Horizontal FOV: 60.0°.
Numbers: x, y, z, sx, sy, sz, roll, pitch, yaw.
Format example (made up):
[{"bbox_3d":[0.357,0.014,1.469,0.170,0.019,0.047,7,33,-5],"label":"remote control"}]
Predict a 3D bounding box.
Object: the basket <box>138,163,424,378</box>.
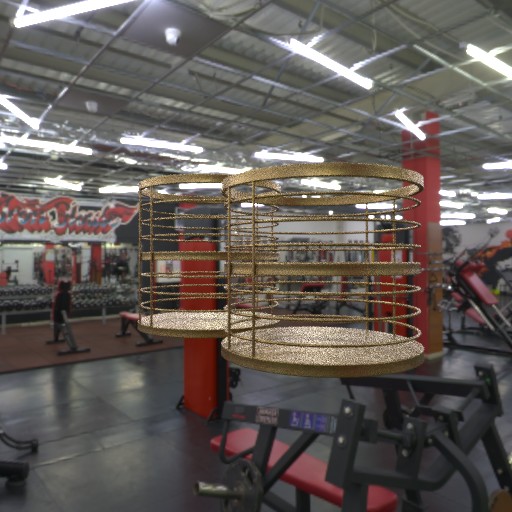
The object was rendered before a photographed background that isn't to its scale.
[{"bbox_3d":[0.000,0.000,0.962,0.356,0.351,0.746,0,-1,-36],"label":"basket"}]
